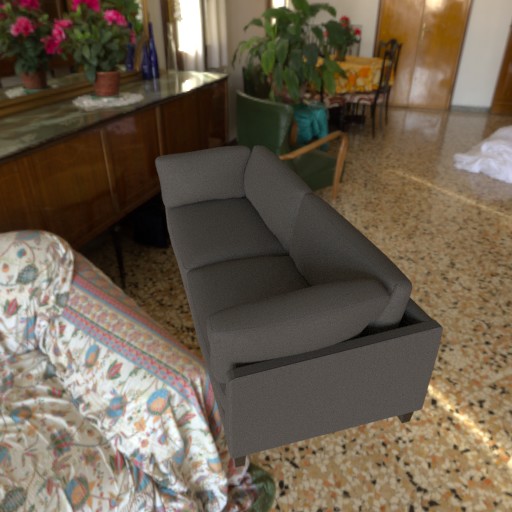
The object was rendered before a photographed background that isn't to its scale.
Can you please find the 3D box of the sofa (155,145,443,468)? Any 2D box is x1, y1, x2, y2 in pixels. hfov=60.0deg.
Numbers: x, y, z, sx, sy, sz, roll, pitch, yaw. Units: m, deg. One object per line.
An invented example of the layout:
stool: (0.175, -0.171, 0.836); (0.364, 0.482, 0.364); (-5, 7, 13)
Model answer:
sofa: (0.000, 0.000, 2.749); (0.969, 0.792, 2.312); (-8, 31, -14)
